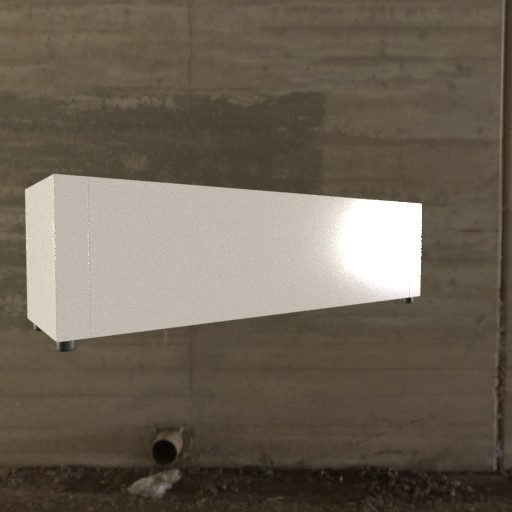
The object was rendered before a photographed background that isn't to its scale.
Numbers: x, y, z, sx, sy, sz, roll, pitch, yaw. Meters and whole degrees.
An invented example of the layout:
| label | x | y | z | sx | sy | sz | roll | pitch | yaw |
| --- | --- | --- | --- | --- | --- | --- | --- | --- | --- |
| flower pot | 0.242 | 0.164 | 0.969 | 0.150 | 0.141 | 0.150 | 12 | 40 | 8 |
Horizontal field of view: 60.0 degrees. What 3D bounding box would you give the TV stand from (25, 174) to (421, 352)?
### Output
| label | x | y | z | sx | sy | sz | roll | pitch | yaw |
| --- | --- | --- | --- | --- | --- | --- | --- | --- | --- |
| TV stand | 0.000 | 0.000 | 1.680 | 1.500 | 0.440 | 0.410 | -2 | 3 | -36 |
